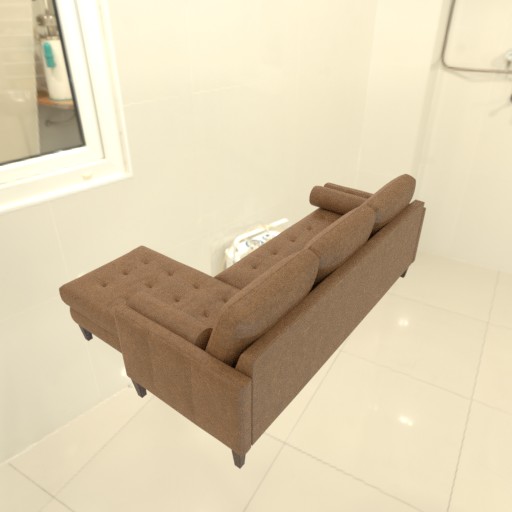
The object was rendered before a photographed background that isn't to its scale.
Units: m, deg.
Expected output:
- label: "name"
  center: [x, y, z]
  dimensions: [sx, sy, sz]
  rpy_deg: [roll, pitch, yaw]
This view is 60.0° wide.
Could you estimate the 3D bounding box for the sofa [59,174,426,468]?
- label: "sofa"
  center: [0.000, 0.000, 2.985]
  dimensions: [1.506, 0.876, 2.178]
  rpy_deg: [21, 37, 31]
